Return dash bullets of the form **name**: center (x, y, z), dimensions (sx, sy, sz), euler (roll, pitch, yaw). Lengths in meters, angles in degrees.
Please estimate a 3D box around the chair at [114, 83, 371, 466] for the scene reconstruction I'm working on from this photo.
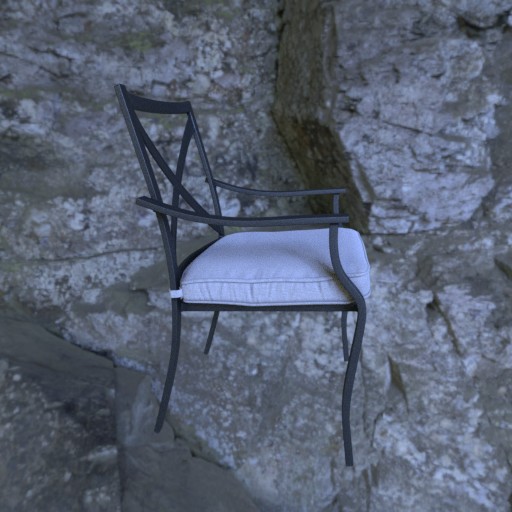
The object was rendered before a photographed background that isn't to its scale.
- **chair**: center (0.000, 0.000, 1.277), dimensions (0.620, 0.889, 0.575), euler (3, 15, 10)
